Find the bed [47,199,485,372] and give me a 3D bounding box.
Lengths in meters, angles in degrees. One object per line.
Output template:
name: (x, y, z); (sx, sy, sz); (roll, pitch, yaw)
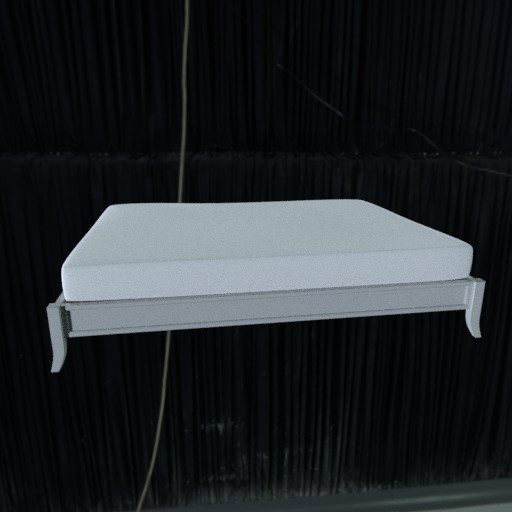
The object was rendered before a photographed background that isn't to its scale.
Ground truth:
bed: (0.000, 0.000, 2.821); (2.108, 0.510, 1.604); (-3, 17, -9)
